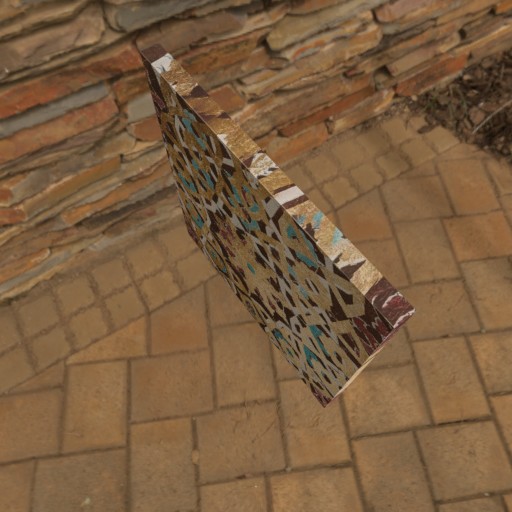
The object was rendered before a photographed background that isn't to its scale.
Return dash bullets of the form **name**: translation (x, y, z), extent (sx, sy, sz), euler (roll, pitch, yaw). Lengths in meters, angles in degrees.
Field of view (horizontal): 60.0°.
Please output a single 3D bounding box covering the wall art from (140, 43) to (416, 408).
- **wall art**: translation (0.000, 0.000, 0.919), extent (0.041, 0.613, 0.609), euler (-33, 67, -16)
